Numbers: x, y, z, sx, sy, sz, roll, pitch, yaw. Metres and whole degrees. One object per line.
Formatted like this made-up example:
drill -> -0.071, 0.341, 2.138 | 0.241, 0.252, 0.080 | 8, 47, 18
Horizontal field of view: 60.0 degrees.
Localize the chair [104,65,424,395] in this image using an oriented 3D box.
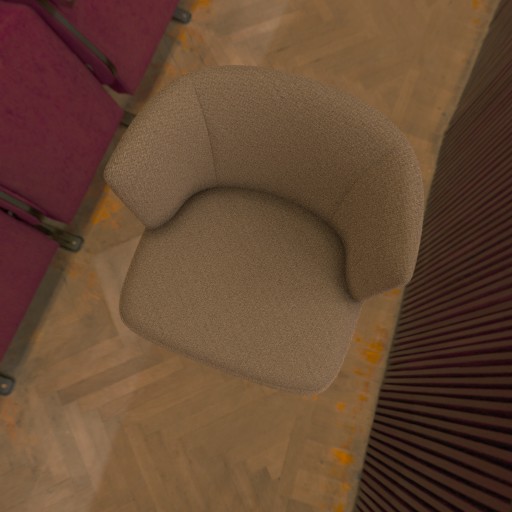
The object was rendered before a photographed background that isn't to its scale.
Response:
chair -> 0.000, 0.000, 1.262 | 0.700, 0.760, 0.660 | 19, 75, 5
